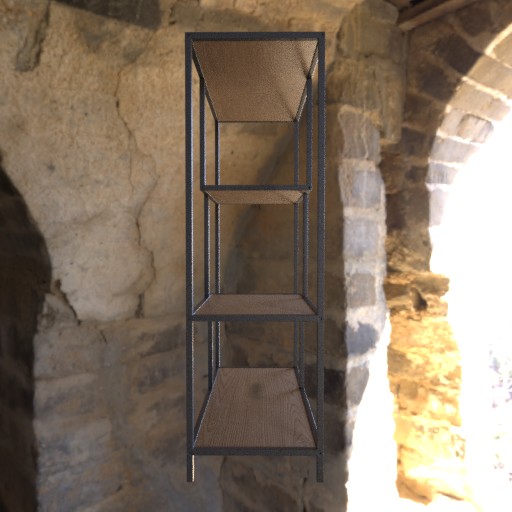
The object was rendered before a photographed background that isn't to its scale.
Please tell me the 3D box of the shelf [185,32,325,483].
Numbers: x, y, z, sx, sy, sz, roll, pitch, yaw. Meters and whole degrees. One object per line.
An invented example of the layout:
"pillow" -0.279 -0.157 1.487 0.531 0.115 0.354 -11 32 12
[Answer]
"shelf" 0.000 0.000 1.504 0.350 1.138 0.770 0 2 0
